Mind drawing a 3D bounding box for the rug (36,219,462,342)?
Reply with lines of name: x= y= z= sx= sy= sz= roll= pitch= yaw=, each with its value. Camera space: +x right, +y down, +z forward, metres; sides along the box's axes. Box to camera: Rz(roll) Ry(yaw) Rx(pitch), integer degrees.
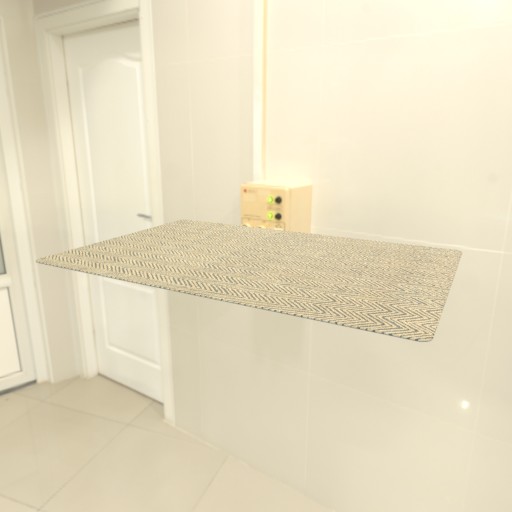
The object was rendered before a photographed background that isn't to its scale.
rug: x=0.000 y=0.000 z=2.148 sx=1.752 sy=0.008 sz=1.144 roll=8 pitch=18 yaw=27
